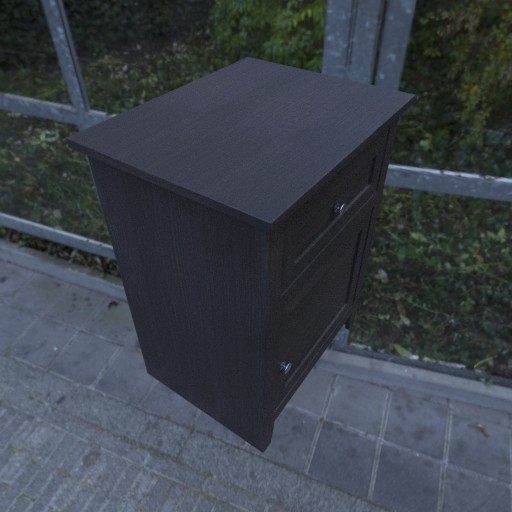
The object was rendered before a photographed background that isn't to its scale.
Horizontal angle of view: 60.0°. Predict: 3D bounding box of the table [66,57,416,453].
[{"bbox_3d":[0.000,0.000,0.957,0.381,0.635,0.480,25,47,26],"label":"table"}]
